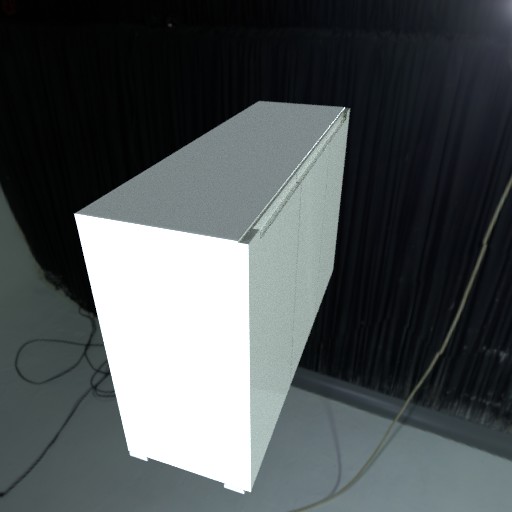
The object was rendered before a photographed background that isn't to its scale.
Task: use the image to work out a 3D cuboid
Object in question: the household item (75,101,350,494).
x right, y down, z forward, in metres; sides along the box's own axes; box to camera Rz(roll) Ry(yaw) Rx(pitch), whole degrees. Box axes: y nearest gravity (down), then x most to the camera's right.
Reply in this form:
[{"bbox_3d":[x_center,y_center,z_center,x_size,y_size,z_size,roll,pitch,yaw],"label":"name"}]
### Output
[{"bbox_3d":[0.000,0.000,1.695,0.420,0.867,1.300,10,32,16],"label":"household item"}]
